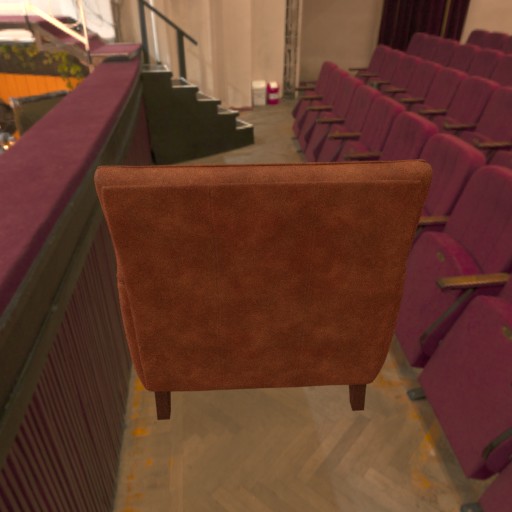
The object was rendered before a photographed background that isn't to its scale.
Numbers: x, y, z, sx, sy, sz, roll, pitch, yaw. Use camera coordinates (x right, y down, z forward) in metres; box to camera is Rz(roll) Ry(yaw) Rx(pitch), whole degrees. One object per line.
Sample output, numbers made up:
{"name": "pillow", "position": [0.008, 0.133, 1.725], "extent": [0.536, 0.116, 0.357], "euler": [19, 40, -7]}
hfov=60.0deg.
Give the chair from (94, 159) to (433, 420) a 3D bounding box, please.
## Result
{"name": "chair", "position": [0.000, 0.000, 1.612], "extent": [0.870, 0.943, 0.823], "euler": [-2, 31, -3]}
